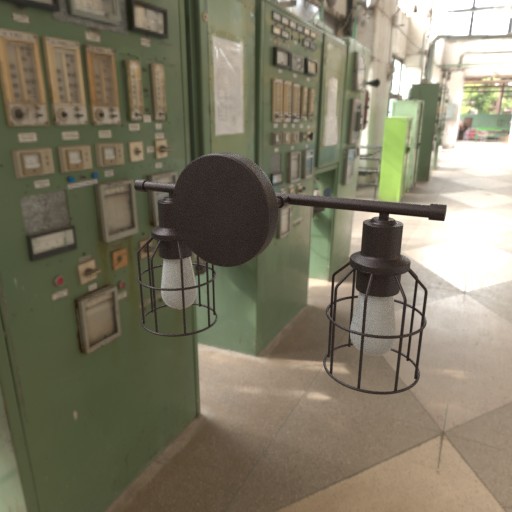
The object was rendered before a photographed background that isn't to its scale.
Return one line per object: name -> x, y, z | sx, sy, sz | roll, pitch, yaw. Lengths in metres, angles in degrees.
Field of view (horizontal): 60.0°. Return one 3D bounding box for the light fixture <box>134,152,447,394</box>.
light fixture -> 0.000, 0.000, 0.538 | 0.406, 0.254, 0.165 | 9, 20, 26
